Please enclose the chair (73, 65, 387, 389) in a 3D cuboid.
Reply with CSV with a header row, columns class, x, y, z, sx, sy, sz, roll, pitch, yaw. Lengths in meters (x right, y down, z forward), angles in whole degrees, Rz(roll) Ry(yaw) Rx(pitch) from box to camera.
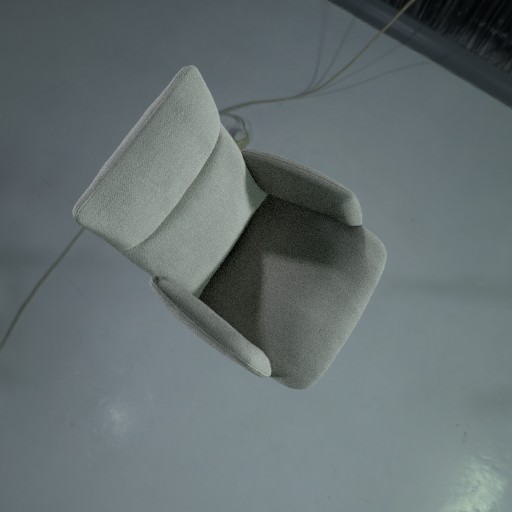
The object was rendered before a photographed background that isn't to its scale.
class,x,y,z,sx,sy,sz,roll,pitch,yaw
chair,0.000,0.000,1.611,0.889,1.016,0.711,31,78,7
